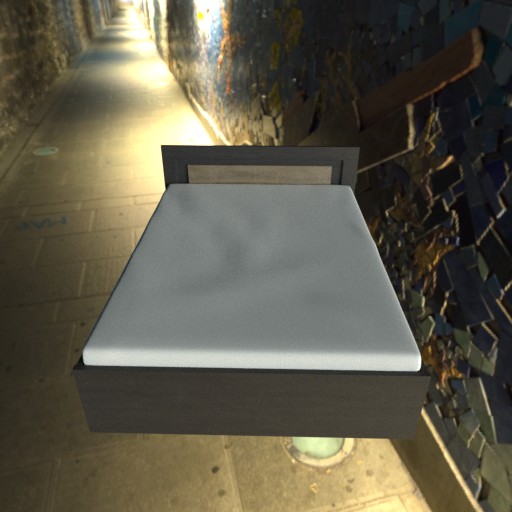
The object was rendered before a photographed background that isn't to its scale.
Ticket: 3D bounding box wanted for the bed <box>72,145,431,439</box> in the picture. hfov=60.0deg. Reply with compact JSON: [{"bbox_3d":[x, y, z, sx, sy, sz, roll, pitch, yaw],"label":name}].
[{"bbox_3d":[0.000,0.000,2.853,1.585,0.823,2.073,1,31,1],"label":"bed"}]
